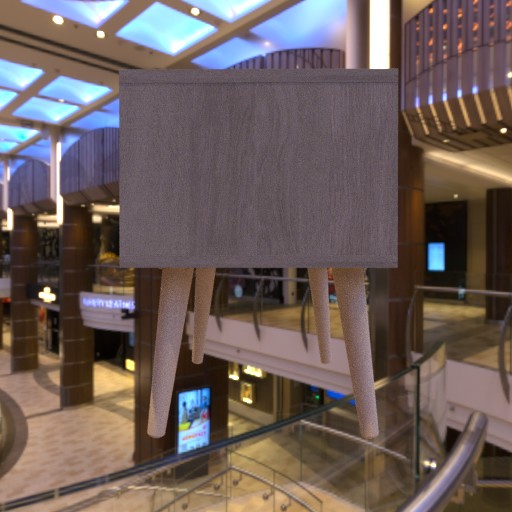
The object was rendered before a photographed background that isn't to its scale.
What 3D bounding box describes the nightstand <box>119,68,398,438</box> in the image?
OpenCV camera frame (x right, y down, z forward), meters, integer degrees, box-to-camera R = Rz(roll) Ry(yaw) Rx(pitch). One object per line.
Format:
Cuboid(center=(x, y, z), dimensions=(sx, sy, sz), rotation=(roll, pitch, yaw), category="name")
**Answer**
Cuboid(center=(0.000, 0.000, 0.815), dimensions=(0.380, 0.500, 0.450), rotation=(0, 1, 0), category="nightstand")
